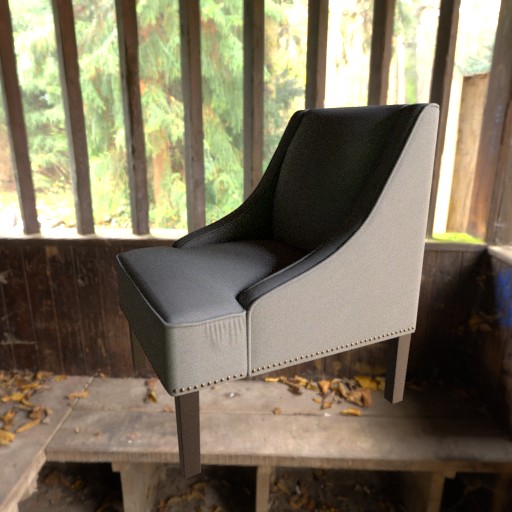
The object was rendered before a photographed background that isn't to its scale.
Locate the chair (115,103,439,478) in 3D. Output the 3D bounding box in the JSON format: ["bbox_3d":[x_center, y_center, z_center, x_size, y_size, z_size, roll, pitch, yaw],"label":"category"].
[{"bbox_3d":[0.000,0.000,1.339,0.747,0.867,0.631,-8,18,-26],"label":"chair"}]
